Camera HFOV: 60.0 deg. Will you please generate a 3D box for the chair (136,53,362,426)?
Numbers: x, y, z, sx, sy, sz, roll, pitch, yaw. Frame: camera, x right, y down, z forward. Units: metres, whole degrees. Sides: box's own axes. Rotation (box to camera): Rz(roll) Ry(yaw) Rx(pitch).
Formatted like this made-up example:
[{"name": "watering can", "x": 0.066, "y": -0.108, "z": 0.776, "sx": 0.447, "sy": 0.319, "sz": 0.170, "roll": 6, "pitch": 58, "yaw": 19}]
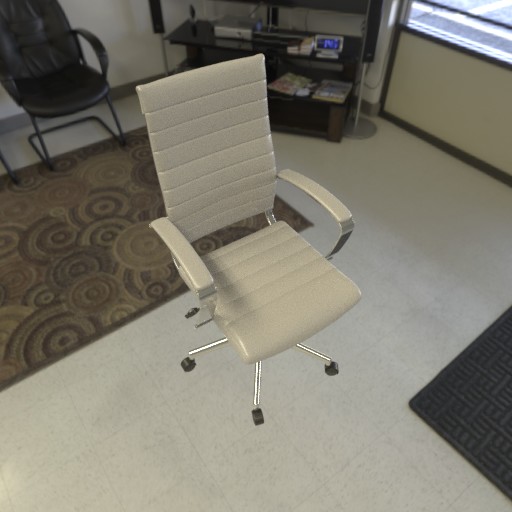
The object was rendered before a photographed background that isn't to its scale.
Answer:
[{"name": "chair", "x": 0.000, "y": 0.000, "z": 1.607, "sx": 0.679, "sy": 1.149, "sz": 0.667, "roll": -25, "pitch": 51, "yaw": -23}]
